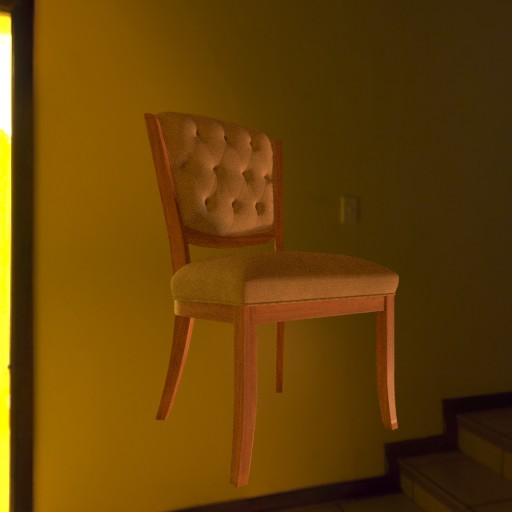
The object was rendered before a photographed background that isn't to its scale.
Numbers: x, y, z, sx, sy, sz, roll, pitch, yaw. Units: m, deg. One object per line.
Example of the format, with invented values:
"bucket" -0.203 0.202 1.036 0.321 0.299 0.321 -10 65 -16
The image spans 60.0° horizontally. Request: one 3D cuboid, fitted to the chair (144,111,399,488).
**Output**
"chair" 0.000 0.000 1.240 0.513 0.905 0.584 0 -1 -37
